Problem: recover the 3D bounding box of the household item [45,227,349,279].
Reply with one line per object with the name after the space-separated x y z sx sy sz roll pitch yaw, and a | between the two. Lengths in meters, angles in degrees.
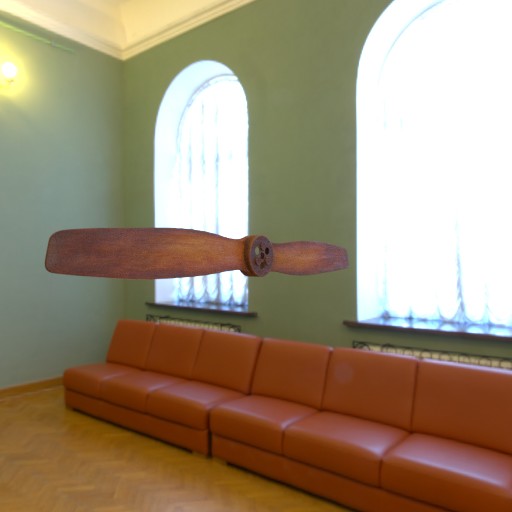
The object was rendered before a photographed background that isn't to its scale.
0.000 0.000 1.217 0.051 0.121 1.181 0 -1 36 | household item
